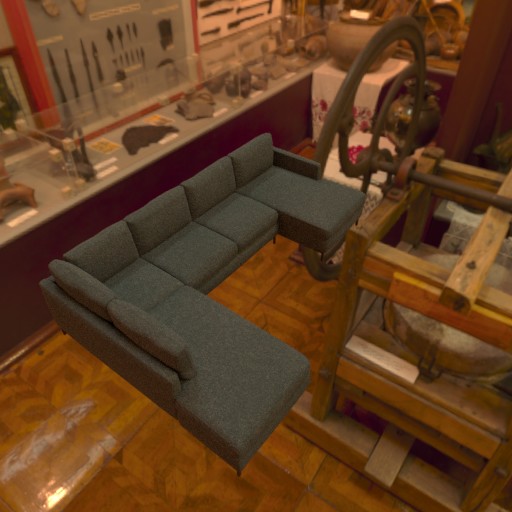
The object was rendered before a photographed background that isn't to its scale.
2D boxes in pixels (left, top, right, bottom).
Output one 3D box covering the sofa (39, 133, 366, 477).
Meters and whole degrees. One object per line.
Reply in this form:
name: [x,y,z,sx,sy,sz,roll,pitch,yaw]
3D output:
sofa: [0.000,0.000,3.925,2.007,0.813,2.956,27,48,27]
